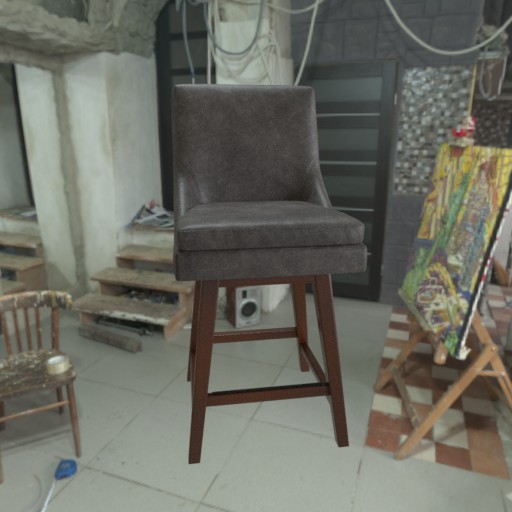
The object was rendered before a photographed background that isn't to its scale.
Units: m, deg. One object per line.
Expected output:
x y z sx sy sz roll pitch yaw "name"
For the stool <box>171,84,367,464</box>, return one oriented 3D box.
0.000 0.000 1.377 0.492 1.046 0.587 -2 16 -9 "stool"
